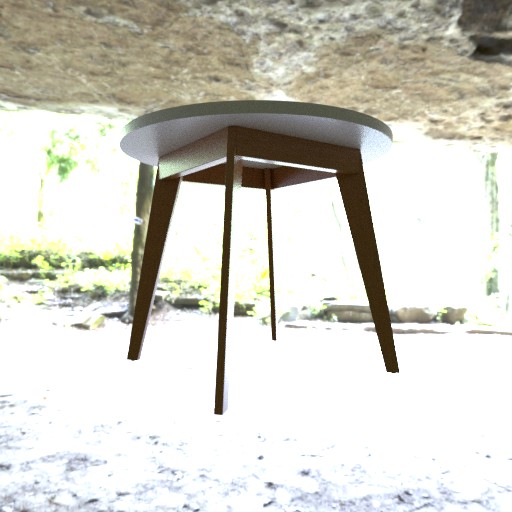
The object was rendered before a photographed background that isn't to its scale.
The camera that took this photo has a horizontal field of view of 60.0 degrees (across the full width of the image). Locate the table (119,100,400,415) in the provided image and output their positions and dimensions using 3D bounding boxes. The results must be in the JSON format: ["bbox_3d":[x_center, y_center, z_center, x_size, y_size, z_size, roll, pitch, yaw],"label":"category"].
[{"bbox_3d":[0.000,0.000,1.522,0.896,0.762,0.896,0,0,0],"label":"table"}]
